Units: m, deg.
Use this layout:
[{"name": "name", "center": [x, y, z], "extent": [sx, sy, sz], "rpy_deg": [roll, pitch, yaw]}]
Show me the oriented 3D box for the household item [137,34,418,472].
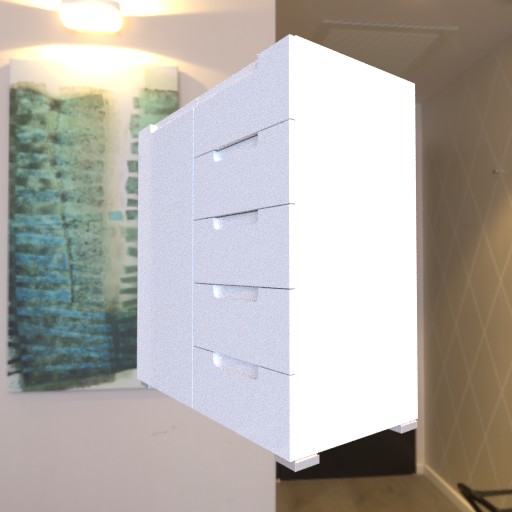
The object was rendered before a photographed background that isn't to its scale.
[{"name": "household item", "center": [0.000, 0.000, 1.320], "extent": [0.420, 0.870, 0.800], "rpy_deg": [1, -2, -36]}]
